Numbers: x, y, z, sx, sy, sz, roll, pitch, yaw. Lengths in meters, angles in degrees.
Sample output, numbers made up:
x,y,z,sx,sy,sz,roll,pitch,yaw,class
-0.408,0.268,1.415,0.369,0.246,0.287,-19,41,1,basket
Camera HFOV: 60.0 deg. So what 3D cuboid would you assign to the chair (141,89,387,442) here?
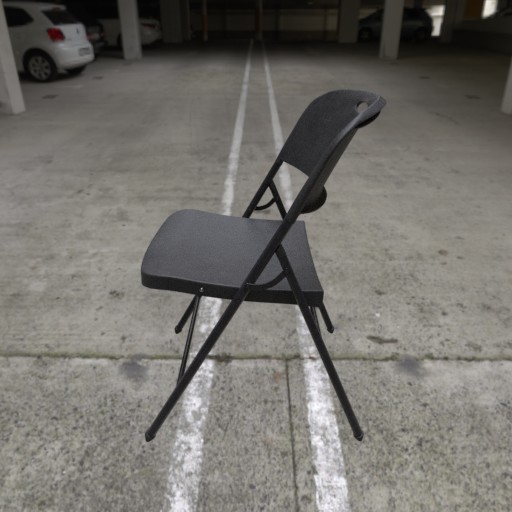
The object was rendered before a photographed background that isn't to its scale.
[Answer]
x,y,z,sx,sy,sz,roll,pitch,yaw,class
0.000,0.000,1.167,0.566,0.810,0.494,0,26,0,chair
